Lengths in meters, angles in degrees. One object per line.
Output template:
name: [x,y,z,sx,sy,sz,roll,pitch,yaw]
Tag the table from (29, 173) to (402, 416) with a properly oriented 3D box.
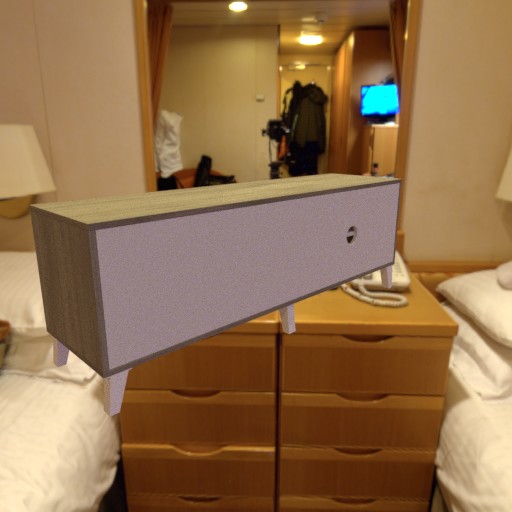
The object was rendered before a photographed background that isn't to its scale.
table: [0.000,0.000,1.760,1.500,0.530,0.400,-15,21,-42]
